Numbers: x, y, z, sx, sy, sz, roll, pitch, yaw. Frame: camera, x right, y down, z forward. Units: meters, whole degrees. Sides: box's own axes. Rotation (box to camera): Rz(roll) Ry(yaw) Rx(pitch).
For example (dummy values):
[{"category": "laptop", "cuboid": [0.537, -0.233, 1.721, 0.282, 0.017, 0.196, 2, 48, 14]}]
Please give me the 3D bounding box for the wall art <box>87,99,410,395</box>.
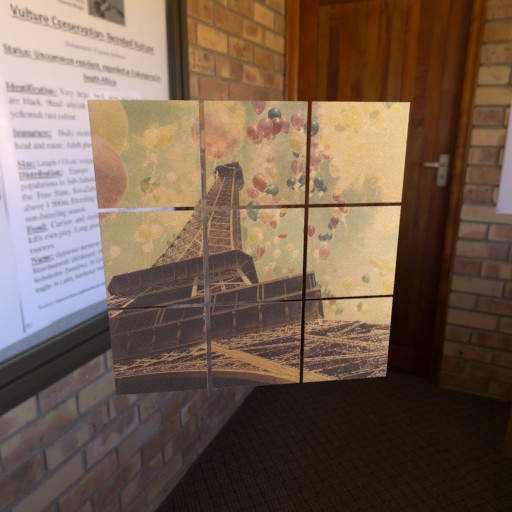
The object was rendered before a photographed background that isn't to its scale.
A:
[{"category": "wall art", "cuboid": [0.000, 0.000, 2.276, 1.517, 1.505, 0.002, -2, 16, -7]}]
